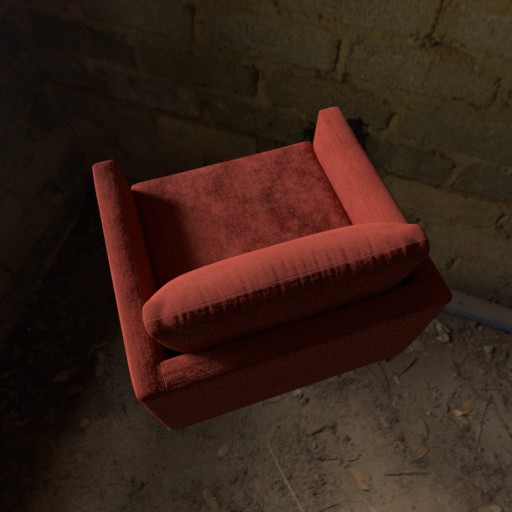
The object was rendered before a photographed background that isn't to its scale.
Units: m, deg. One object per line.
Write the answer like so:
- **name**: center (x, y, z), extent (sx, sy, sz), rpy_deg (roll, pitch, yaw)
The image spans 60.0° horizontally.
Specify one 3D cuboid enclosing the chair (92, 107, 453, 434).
- **chair**: center (0.000, 0.000, 1.601), extent (0.964, 0.812, 0.875), rpy_deg (-16, 61, -9)
